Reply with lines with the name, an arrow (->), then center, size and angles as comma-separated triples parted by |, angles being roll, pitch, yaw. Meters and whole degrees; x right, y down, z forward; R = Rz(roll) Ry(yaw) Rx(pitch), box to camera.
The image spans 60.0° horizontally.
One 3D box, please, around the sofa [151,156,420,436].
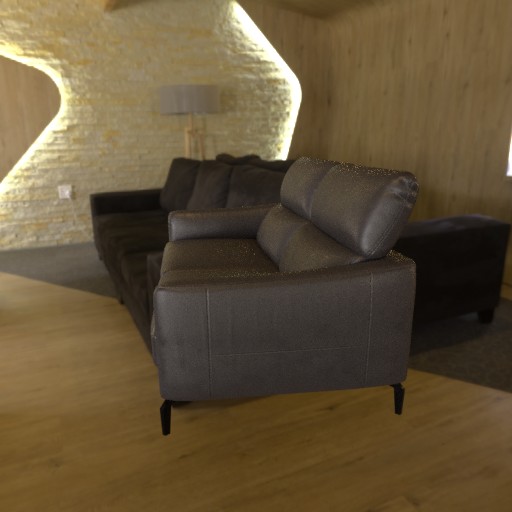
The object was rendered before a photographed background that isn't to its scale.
sofa -> 0.000, 0.000, 2.222 | 0.958, 0.920, 1.596 | -2, 15, -9
